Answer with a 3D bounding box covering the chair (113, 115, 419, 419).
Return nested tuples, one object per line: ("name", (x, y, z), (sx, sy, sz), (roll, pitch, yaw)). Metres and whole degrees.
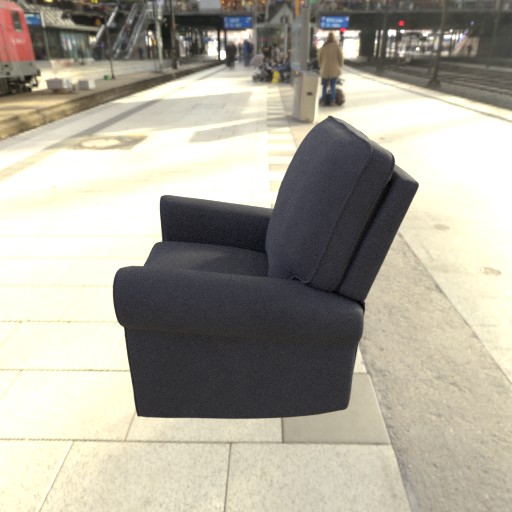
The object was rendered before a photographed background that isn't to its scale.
("chair", (0.000, 0.000, 1.674), (0.878, 0.961, 0.890), (0, 25, -1))
